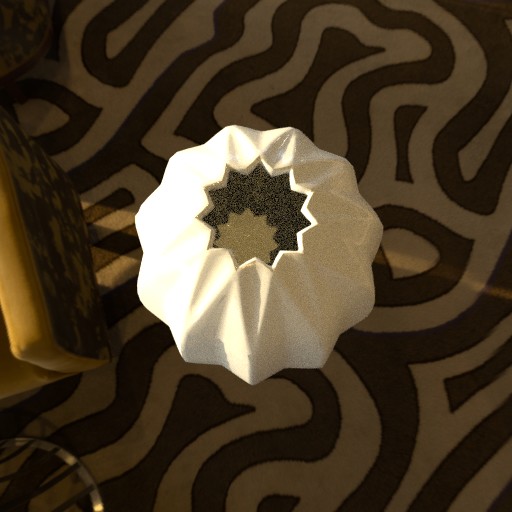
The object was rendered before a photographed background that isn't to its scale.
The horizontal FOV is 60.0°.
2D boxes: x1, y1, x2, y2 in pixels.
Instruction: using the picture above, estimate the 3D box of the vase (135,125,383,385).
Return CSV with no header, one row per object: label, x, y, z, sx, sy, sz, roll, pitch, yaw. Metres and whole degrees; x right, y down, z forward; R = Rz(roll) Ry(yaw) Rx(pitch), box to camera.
vase,0.000,0.000,0.247,0.139,0.134,0.139,0,75,0
